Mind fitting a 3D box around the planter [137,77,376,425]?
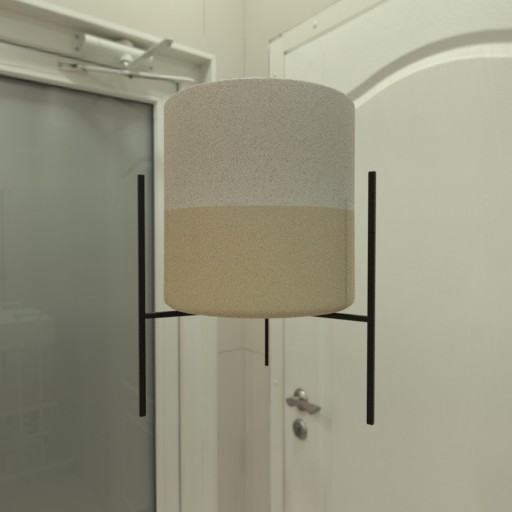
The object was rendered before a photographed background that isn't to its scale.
[{"bbox_3d":[0.000,0.000,0.543,0.267,0.362,0.263,-1,2,-37],"label":"planter"}]
